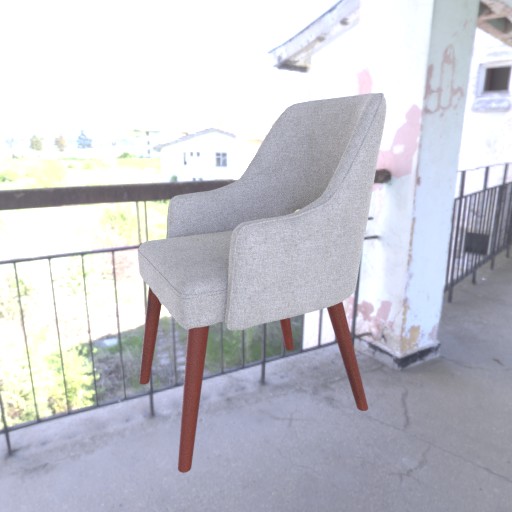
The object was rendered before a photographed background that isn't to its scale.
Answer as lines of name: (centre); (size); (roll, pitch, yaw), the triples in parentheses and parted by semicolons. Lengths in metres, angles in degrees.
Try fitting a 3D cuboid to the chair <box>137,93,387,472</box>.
chair: (0.000, 0.000, 1.218); (0.605, 0.849, 0.548); (-7, 17, -25)
